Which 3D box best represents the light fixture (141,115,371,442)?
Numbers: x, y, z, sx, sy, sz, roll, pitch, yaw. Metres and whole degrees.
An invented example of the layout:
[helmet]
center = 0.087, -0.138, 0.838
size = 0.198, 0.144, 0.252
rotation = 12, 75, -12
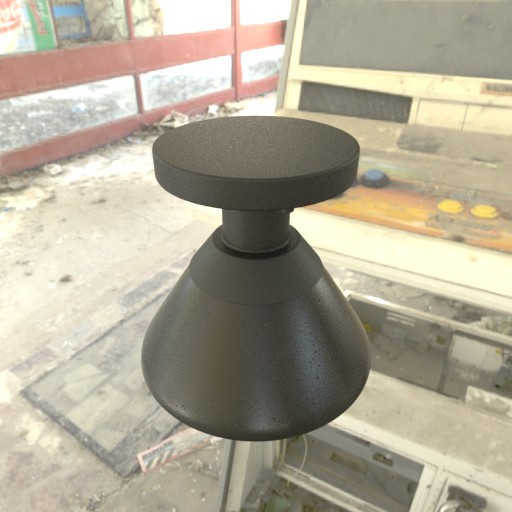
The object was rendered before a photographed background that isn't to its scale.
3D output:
[light fixture]
center = 0.000, 0.000, 0.349
size = 0.200, 0.183, 0.200
rotation = 0, 32, 0
